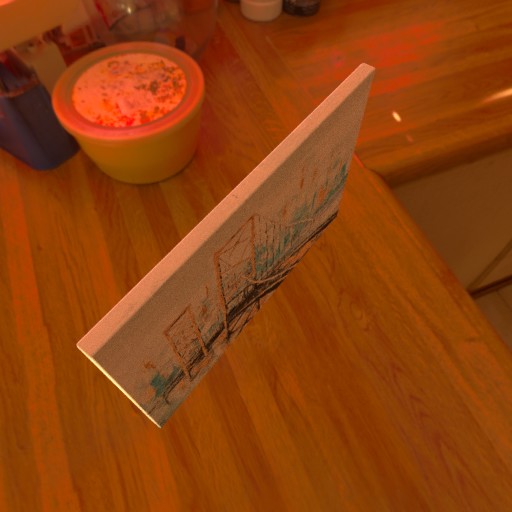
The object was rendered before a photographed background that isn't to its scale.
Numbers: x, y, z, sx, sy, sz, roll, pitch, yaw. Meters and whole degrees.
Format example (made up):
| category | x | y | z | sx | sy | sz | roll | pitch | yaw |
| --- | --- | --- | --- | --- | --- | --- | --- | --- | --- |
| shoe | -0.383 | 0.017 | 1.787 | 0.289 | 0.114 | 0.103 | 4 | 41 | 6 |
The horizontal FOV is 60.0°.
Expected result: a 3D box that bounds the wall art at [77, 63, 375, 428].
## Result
| category | x | y | z | sx | sy | sz | roll | pitch | yaw |
| --- | --- | --- | --- | --- | --- | --- | --- | --- | --- |
| wall art | 0.000 | 0.000 | 1.158 | 0.038 | 0.609 | 0.913 | 33 | 64 | 18 |
